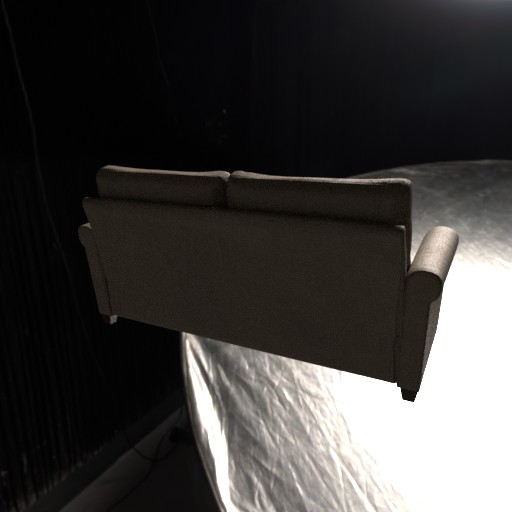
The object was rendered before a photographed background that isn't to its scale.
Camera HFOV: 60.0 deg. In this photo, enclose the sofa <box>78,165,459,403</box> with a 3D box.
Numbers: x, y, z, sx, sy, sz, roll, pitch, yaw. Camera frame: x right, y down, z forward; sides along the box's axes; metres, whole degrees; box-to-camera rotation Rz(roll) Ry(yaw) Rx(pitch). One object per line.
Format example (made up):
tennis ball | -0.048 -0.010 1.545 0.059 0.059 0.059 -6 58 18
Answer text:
sofa | 0.000 0.000 2.394 1.935 0.942 0.842 8 17 26
